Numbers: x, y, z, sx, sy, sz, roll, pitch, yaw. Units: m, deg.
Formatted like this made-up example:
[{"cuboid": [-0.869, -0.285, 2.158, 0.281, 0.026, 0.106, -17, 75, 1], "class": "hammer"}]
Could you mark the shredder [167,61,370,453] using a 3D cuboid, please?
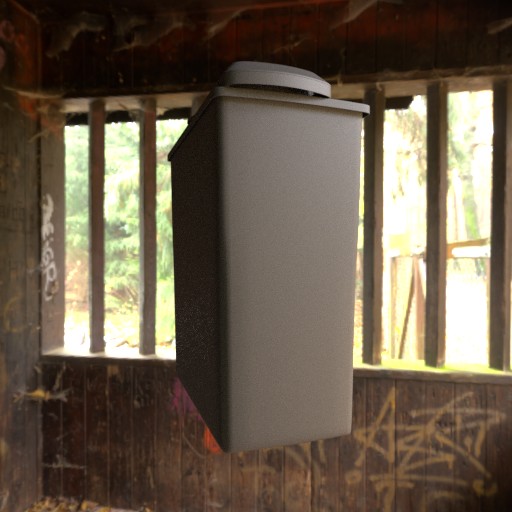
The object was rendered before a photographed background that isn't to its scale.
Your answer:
[{"cuboid": [0.000, 0.000, 0.520, 0.170, 0.335, 0.320, 0, 1, -19], "class": "shredder"}]
